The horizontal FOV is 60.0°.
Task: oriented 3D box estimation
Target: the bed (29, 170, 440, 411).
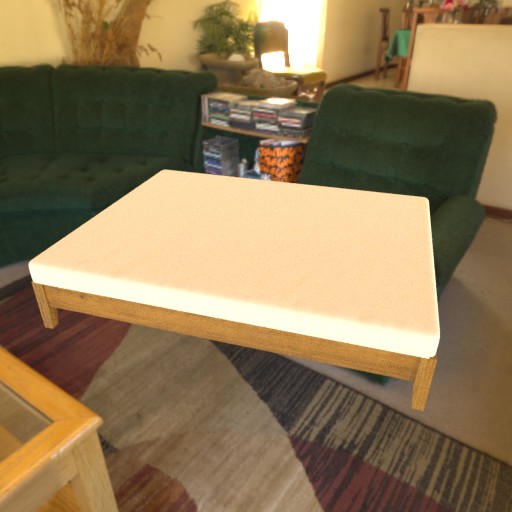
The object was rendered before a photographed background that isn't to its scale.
[{"bbox_3d":[0.000,0.000,2.746,2.016,0.431,1.536,9,31,15],"label":"bed"}]
